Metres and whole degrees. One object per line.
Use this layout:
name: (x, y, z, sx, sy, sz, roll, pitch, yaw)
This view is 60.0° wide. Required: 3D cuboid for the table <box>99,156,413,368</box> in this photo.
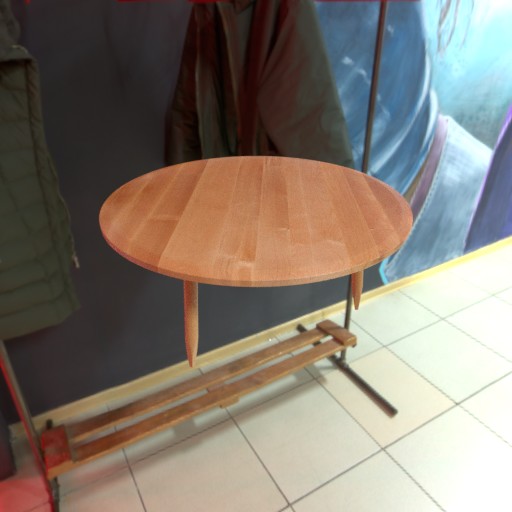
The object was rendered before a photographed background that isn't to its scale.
table: (0.000, 0.000, 1.425, 0.900, 0.400, 0.900, 0, 29, 0)
